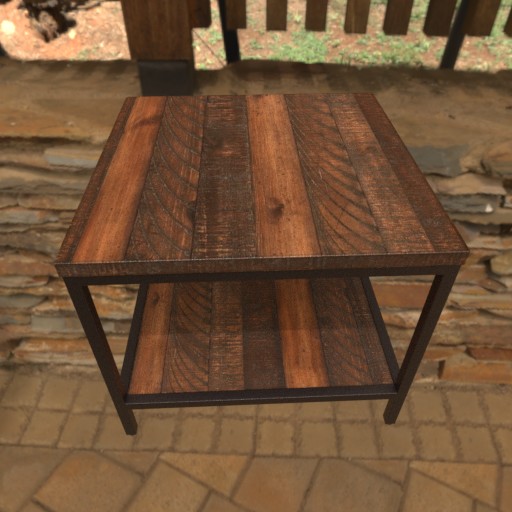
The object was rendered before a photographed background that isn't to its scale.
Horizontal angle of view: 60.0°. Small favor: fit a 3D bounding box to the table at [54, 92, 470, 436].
[{"bbox_3d":[0.000,0.000,0.950,0.553,0.482,0.548,-2,42,-2],"label":"table"}]
